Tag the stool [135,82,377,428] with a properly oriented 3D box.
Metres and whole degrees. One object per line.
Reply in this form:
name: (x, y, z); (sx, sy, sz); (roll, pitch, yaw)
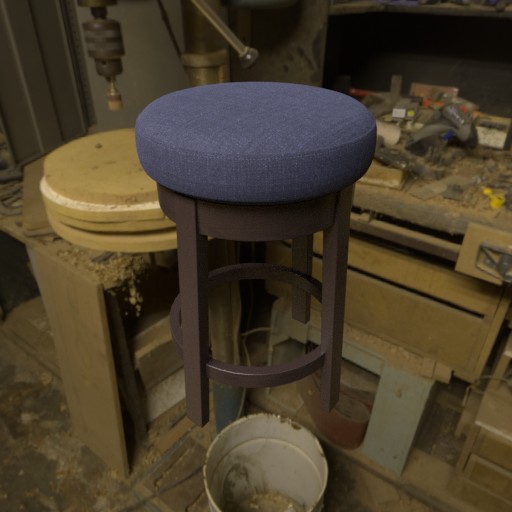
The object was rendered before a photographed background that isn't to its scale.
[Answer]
stool: (0.000, 0.000, 0.953); (0.449, 0.655, 0.449); (0, 32, 0)
